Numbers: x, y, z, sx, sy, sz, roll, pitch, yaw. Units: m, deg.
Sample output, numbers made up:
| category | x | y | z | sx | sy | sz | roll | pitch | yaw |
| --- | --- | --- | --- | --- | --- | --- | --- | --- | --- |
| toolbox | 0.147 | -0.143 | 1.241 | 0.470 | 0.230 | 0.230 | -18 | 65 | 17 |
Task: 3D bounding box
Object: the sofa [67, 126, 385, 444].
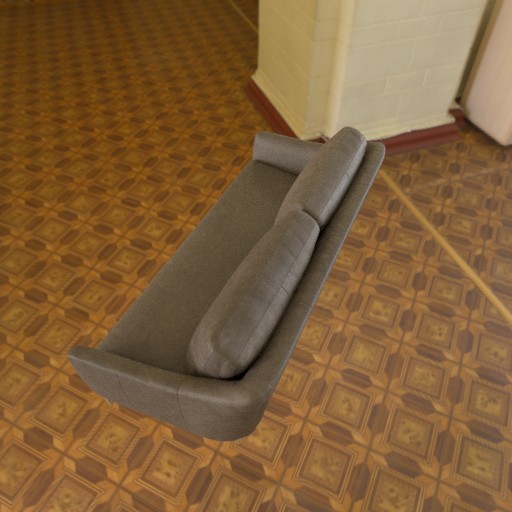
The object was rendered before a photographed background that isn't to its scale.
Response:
| category | x | y | z | sx | sy | sz | roll | pitch | yaw |
| --- | --- | --- | --- | --- | --- | --- | --- | --- | --- |
| sofa | 0.000 | 0.000 | 2.552 | 0.960 | 0.902 | 2.036 | 19 | 50 | 17 |
